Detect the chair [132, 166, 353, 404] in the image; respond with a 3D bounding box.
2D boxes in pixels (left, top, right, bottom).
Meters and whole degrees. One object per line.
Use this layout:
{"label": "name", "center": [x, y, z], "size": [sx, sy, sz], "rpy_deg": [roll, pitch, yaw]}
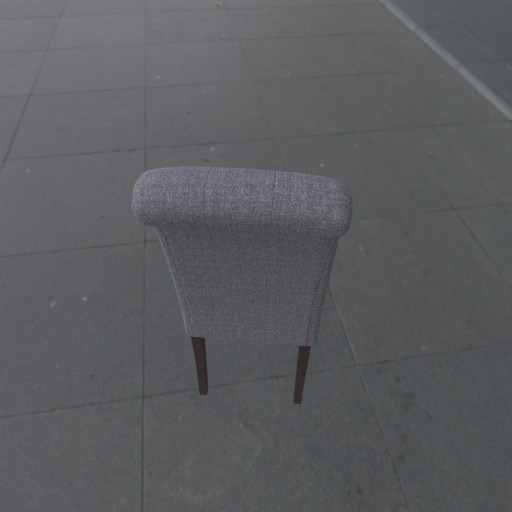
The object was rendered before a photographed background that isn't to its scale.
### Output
{"label": "chair", "center": [0.000, 0.000, 1.357], "size": [0.456, 1.006, 0.671], "rpy_deg": [4, 47, 4]}
